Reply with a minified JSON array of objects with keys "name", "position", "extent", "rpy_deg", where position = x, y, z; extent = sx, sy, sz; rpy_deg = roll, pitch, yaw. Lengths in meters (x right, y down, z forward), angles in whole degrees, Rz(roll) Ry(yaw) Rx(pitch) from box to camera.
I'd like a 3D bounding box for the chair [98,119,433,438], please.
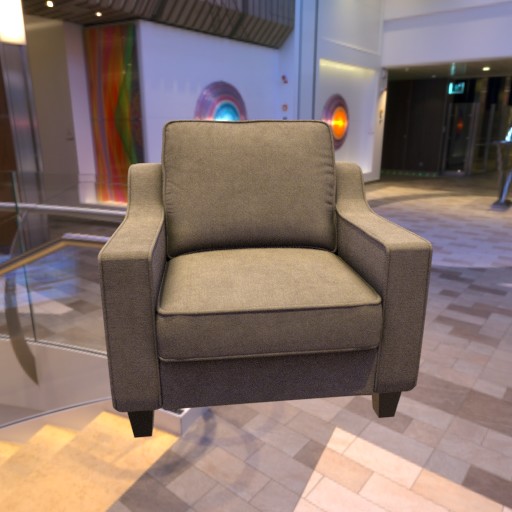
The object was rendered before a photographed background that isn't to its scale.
[{"name":"chair","position":[0.000,0.000,1.591],"extent":[0.926,0.944,0.840],"rpy_deg":[-2,16,-7]}]
